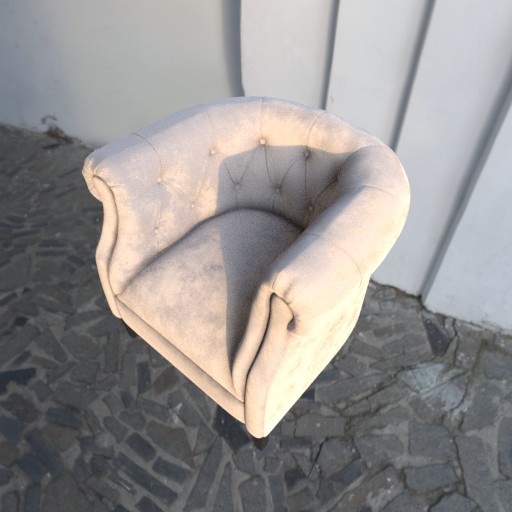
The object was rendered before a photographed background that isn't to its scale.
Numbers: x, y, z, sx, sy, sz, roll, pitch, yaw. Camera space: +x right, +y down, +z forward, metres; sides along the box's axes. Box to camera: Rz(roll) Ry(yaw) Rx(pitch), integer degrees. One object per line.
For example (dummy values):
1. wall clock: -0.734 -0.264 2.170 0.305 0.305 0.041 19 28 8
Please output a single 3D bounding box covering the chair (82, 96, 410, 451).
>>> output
1. chair: 0.000 0.000 1.578 0.904 0.826 0.851 32 54 27
